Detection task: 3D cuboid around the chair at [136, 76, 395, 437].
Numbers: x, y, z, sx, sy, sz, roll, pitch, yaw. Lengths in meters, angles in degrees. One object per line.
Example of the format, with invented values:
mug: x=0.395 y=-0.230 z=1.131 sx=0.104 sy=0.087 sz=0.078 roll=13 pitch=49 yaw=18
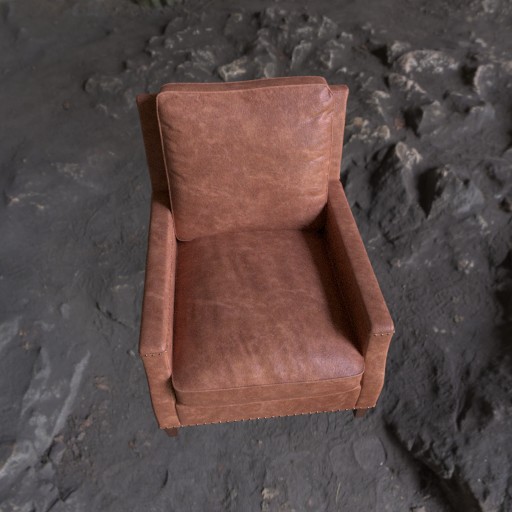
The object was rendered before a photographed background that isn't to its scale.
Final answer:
chair: x=0.000 y=0.000 z=1.758 sx=0.854 sy=1.054 sz=1.035 roll=-4 pitch=46 yaw=-4
